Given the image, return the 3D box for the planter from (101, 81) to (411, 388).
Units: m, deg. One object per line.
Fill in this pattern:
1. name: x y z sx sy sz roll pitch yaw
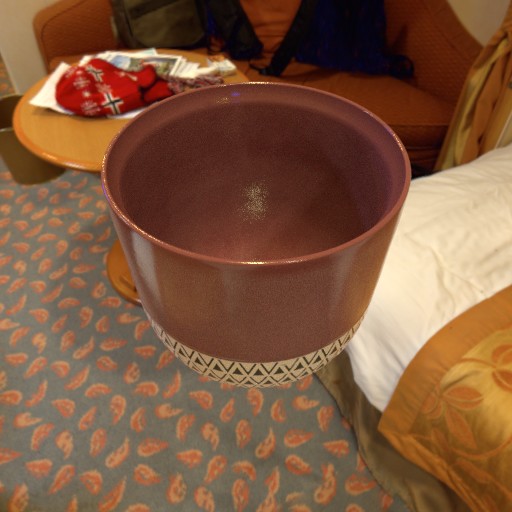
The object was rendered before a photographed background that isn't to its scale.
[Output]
1. planter: 0.000 0.000 0.487 0.266 0.270 0.266 0 47 0
